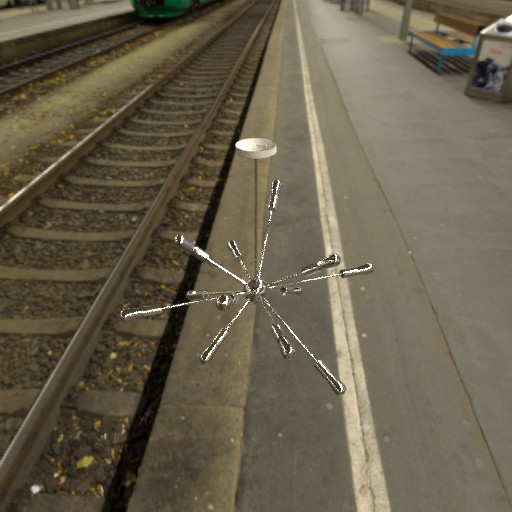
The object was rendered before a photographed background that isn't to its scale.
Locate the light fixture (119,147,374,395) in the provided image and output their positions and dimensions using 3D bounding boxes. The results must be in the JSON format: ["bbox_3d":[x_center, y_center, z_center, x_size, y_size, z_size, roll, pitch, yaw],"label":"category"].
[{"bbox_3d":[0.000,0.000,1.087,0.684,0.558,0.509,-10,34,-15],"label":"light fixture"}]
